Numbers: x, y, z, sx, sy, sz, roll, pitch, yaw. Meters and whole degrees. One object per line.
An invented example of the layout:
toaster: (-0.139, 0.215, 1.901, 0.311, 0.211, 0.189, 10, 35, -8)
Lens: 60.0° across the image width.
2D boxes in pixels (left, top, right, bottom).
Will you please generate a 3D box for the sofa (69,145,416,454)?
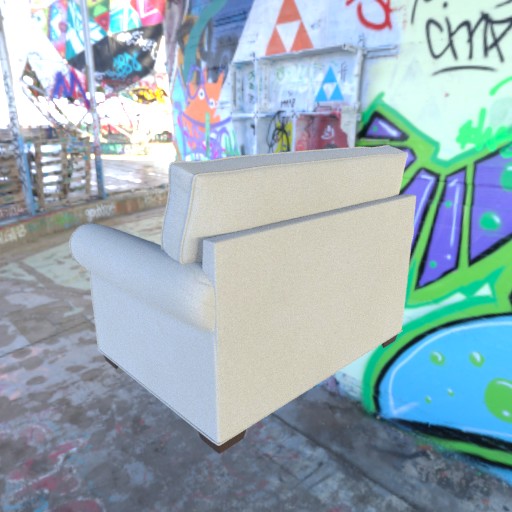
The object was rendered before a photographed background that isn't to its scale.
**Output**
sofa: (0.000, 0.000, 2.109, 1.405, 1.006, 0.937, -16, 23, -41)
